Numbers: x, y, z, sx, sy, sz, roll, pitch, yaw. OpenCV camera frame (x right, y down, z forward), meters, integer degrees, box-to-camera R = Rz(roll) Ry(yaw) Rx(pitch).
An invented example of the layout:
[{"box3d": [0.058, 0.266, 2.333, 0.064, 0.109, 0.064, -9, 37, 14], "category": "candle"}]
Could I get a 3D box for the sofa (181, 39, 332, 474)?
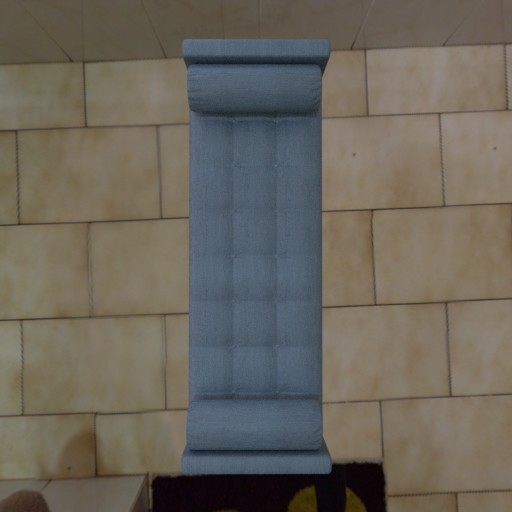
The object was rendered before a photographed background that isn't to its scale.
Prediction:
[{"box3d": [0.000, 0.000, 2.309, 0.686, 0.635, 1.981, 0, 89, 0], "category": "sofa"}]
